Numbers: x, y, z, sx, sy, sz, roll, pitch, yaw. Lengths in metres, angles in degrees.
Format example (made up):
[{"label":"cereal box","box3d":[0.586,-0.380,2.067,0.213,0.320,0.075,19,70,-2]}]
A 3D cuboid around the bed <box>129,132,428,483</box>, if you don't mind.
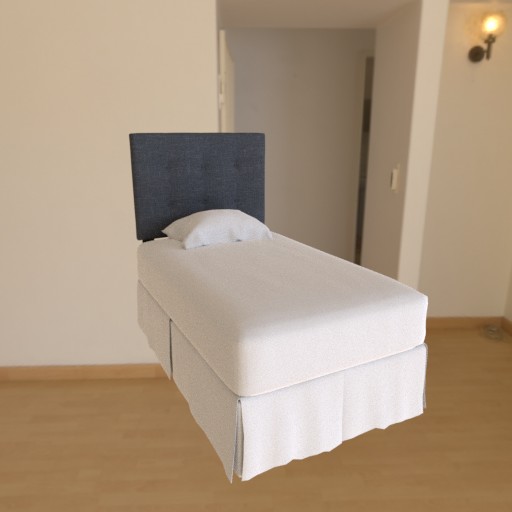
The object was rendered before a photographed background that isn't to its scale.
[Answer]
[{"label":"bed","box3d":[0.000,0.000,2.938,1.261,1.571,1.997,-8,18,-26]}]
